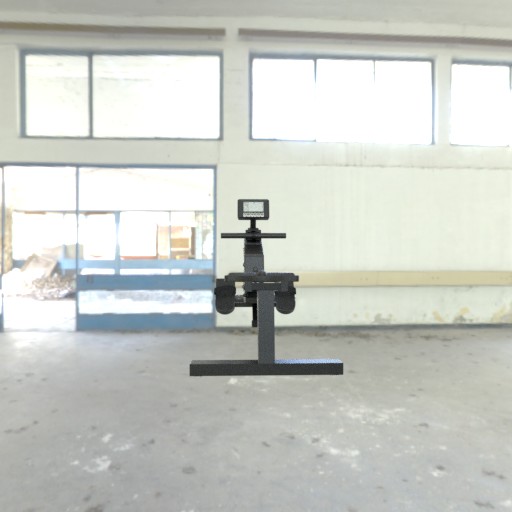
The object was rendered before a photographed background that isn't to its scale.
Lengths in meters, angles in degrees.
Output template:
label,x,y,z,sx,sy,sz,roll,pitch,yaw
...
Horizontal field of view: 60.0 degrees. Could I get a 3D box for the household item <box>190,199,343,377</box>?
label,x,y,z,sx,sy,sz,roll,pitch,yaw
household item,0.000,0.000,2.621,0.521,0.810,2.251,0,0,-2
